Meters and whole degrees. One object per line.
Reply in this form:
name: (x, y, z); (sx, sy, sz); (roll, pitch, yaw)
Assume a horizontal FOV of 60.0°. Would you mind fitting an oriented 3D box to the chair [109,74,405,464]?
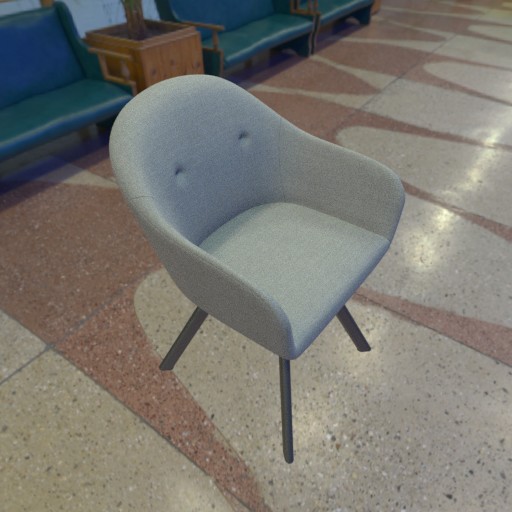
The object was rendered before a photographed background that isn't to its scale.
chair: (0.000, 0.000, 1.137); (0.570, 0.780, 0.540); (26, 47, 28)
